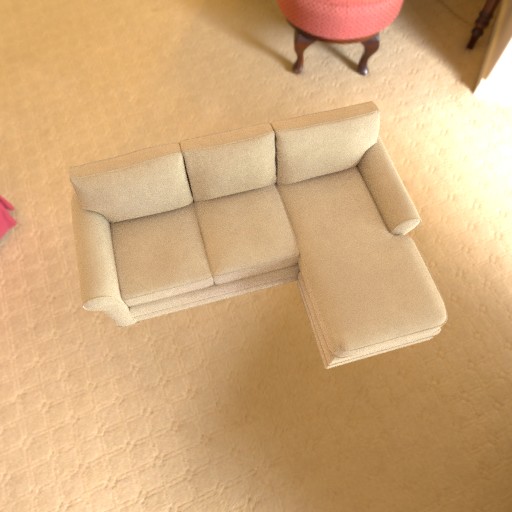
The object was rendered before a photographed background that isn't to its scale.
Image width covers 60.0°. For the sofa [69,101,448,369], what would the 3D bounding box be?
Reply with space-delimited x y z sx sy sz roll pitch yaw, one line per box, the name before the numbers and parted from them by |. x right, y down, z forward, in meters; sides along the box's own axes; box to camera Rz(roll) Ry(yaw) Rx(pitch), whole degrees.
sofa | 0.000 0.000 2.315 1.770 0.734 1.226 -14 65 -7
